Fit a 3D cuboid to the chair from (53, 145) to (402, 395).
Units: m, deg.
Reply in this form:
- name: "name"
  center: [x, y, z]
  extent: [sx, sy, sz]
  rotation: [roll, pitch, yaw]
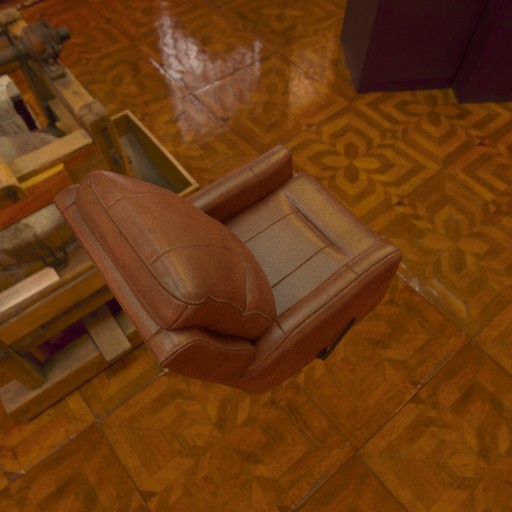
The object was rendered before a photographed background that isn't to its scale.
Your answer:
- name: "chair"
  center: [0.000, 0.000, 1.737]
  extent: [1.072, 1.016, 0.821]
  rotation: [-32, 63, -19]
